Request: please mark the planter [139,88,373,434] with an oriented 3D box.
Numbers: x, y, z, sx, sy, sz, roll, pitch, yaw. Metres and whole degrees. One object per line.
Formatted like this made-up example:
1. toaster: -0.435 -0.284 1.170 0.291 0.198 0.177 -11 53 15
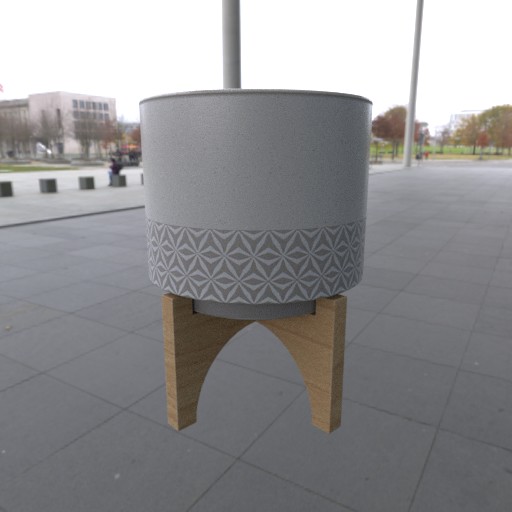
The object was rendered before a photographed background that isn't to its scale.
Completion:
1. planter: 0.000 0.000 0.398 0.188 0.260 0.188 0 13 0
